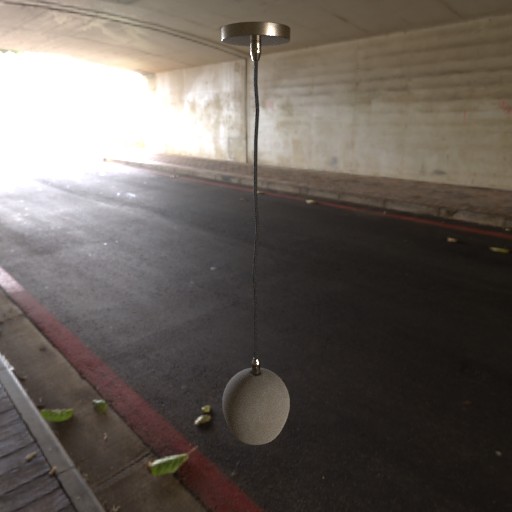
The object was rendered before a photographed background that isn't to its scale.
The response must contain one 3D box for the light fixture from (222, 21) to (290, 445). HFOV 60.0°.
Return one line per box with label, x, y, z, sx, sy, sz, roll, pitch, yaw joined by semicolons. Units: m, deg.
light fixture;0.000;0.000;0.824;0.139;0.764;0.139;-3;17;-9
